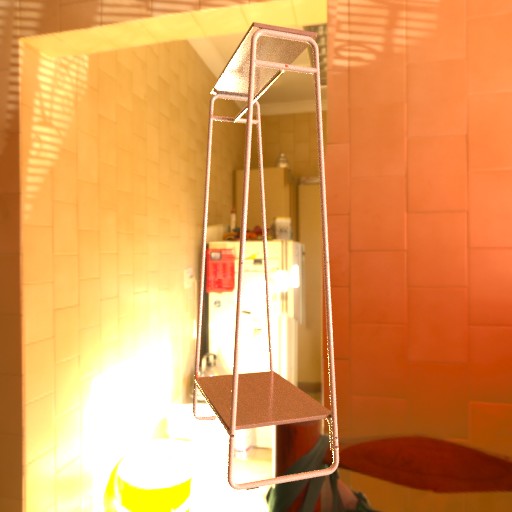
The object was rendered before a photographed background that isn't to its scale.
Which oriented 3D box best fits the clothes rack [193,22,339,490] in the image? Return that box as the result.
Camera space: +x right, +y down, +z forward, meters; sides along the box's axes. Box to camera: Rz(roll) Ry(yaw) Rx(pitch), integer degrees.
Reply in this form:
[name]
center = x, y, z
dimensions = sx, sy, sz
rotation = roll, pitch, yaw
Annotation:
[clothes rack]
center = 0.000, 0.000, 1.770
dimensions = 0.400, 1.512, 0.640
rotation = 0, 0, -18
